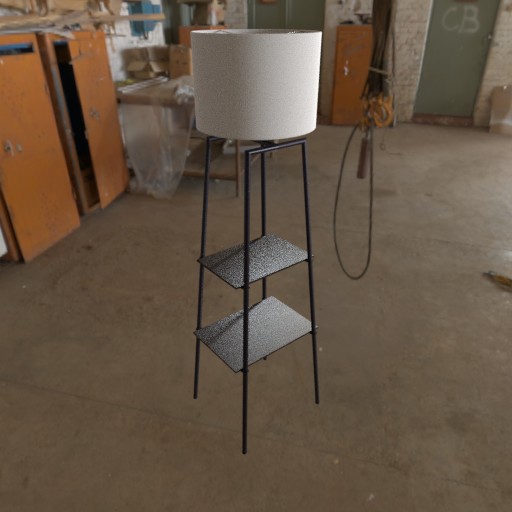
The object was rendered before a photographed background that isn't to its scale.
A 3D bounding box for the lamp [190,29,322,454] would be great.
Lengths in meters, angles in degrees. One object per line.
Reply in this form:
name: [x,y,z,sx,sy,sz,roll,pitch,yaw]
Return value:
lamp: [0.000,0.000,1.629,0.427,1.474,0.384,-21,35,-33]
